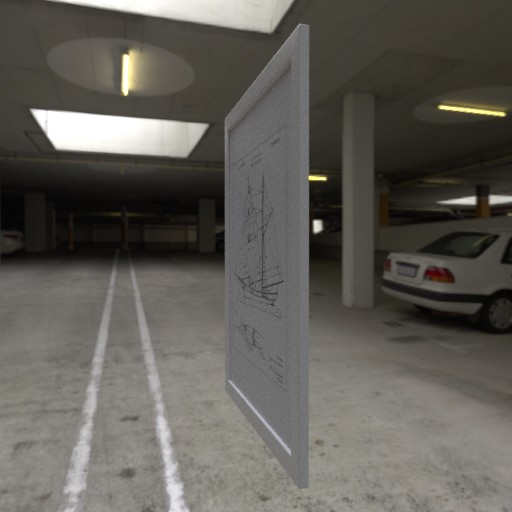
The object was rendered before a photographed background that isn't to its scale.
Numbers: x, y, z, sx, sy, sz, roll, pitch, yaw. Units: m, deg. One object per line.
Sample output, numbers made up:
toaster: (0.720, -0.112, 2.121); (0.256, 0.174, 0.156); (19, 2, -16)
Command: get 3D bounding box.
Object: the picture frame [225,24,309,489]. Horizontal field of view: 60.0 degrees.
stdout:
picture frame: (0.000, 0.000, 0.691); (0.012, 0.534, 0.381); (0, 1, -17)
